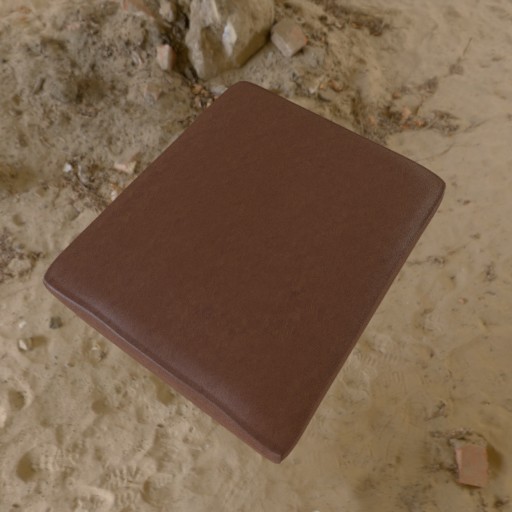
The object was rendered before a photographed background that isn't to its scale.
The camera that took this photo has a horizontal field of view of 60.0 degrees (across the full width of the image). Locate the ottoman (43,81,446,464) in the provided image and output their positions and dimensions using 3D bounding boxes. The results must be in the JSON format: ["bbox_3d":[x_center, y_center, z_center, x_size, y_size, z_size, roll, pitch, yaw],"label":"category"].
[{"bbox_3d":[0.000,0.000,1.470,0.836,0.472,0.987,32,67,15],"label":"ottoman"}]
